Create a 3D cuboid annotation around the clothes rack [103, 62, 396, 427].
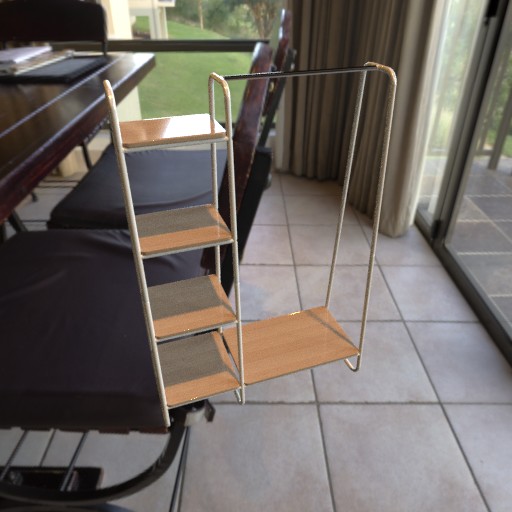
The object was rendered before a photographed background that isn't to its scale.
[{"bbox_3d":[0.000,0.000,1.935,1.011,1.500,0.400,-11,35,-16],"label":"clothes rack"}]
